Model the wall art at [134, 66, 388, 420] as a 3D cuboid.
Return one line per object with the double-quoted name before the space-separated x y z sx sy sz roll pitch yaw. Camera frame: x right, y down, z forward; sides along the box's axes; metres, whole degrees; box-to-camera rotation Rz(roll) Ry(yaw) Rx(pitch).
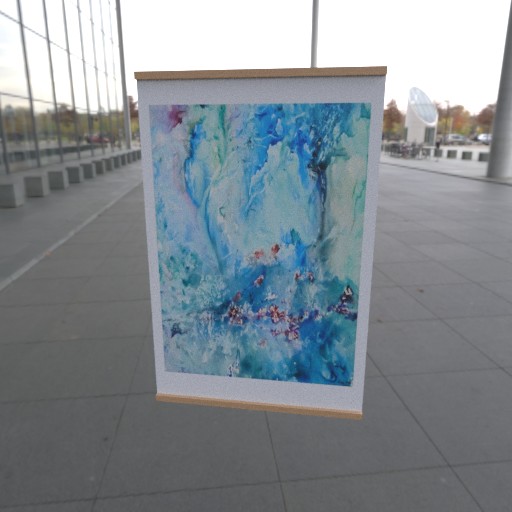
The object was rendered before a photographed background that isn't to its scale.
"wall art" 0.000 0.000 0.781 0.401 0.611 0.016 2 16 9
